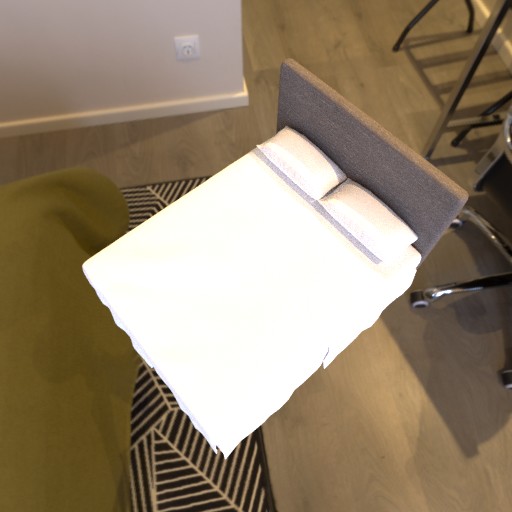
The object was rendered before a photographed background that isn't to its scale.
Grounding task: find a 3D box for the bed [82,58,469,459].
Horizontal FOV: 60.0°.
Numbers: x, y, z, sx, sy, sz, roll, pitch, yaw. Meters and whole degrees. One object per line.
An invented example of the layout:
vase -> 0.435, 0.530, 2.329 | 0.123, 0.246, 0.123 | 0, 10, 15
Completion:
bed -> 0.000, 0.000, 3.237 | 2.142, 1.330, 1.723 | -37, 68, -17
